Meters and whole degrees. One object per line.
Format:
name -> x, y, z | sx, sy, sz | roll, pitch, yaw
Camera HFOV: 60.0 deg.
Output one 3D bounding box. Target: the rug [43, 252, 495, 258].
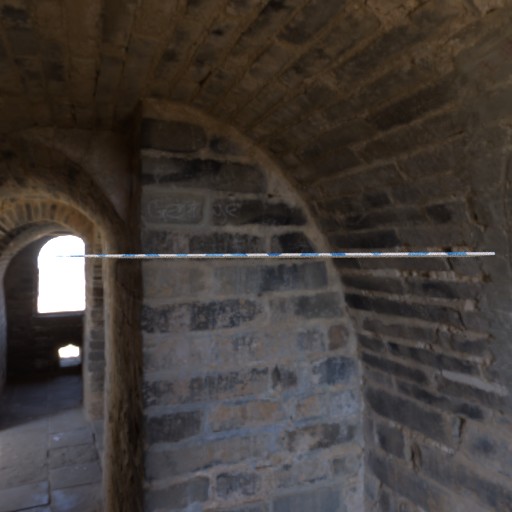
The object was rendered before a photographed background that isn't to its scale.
rug -> 0.000, 0.000, 1.637 | 1.492, 0.007, 0.503 | 0, -1, 18
